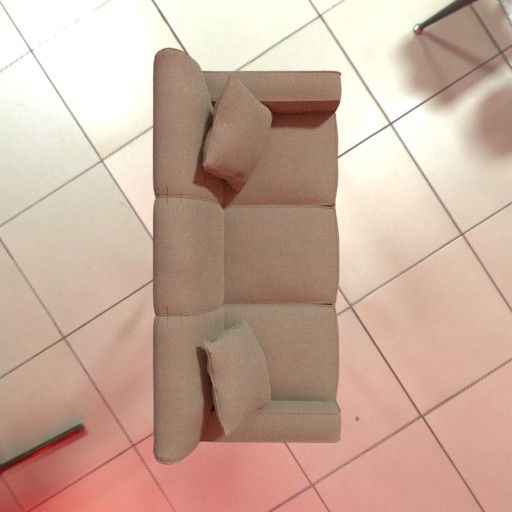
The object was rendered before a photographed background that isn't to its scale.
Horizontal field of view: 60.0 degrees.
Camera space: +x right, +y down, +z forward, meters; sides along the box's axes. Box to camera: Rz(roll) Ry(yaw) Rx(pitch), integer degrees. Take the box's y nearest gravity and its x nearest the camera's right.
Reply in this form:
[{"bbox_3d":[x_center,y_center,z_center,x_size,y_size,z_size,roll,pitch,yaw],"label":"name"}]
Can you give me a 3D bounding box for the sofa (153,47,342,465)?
[{"bbox_3d":[0.000,0.000,2.549,0.997,0.958,2.024,0,90,1],"label":"sofa"}]
